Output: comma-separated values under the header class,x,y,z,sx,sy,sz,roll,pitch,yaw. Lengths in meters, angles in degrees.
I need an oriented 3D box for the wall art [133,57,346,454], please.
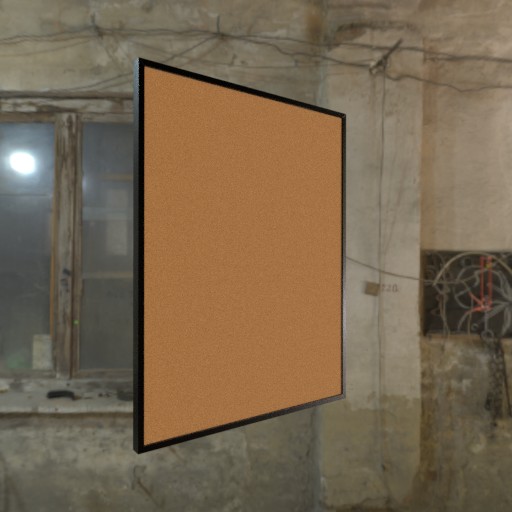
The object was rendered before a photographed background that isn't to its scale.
class,x,y,z,sx,sy,sz,roll,pitch,yaw
wall art,0.000,0.000,1.436,0.805,1.062,0.040,0,0,-36
